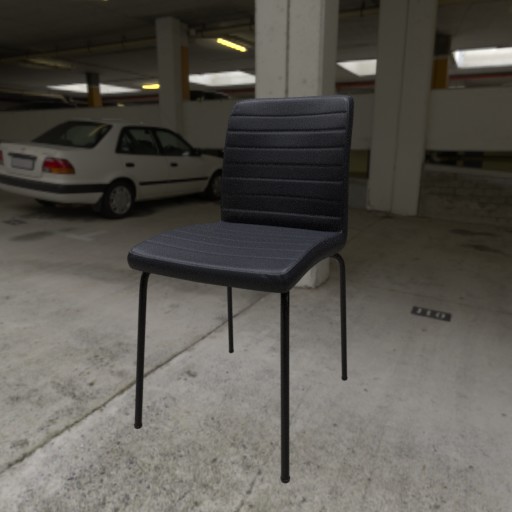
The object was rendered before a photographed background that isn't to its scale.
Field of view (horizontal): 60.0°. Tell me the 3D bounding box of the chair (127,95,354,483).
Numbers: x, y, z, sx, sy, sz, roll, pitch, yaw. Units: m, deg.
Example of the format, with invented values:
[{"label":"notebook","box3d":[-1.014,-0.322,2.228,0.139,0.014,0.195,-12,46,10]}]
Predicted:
[{"label":"chair","box3d":[0.000,0.000,1.223,0.450,0.872,0.572,7,16,26]}]
